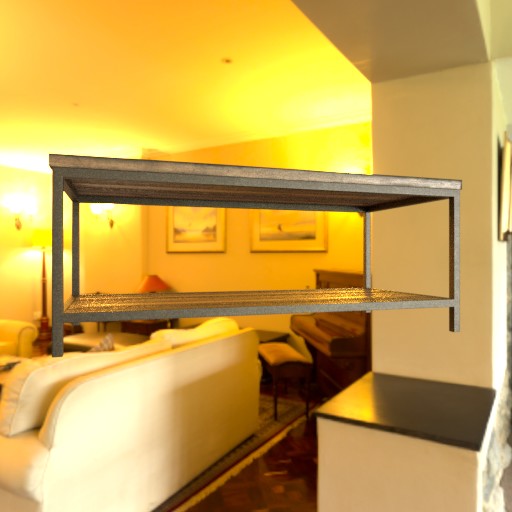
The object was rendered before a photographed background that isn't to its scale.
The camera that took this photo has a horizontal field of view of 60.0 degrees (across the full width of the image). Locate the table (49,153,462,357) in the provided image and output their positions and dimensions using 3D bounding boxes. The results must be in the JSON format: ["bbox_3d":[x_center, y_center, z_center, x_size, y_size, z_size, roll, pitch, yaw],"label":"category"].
[{"bbox_3d":[0.000,0.000,1.227,0.990,0.399,0.452,0,0,-18],"label":"table"}]
